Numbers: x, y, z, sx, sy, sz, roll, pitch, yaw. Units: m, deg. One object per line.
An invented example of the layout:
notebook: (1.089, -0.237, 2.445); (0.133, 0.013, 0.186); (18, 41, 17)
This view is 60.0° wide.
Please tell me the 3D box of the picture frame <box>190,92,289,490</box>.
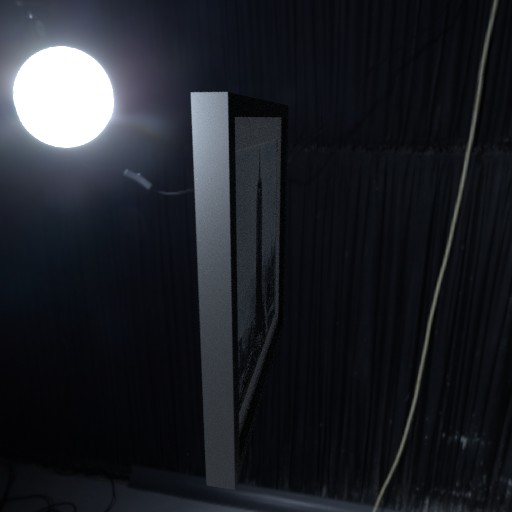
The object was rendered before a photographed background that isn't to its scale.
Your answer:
picture frame: (0.000, 0.000, 0.535); (0.029, 0.353, 0.355); (3, 18, 10)
